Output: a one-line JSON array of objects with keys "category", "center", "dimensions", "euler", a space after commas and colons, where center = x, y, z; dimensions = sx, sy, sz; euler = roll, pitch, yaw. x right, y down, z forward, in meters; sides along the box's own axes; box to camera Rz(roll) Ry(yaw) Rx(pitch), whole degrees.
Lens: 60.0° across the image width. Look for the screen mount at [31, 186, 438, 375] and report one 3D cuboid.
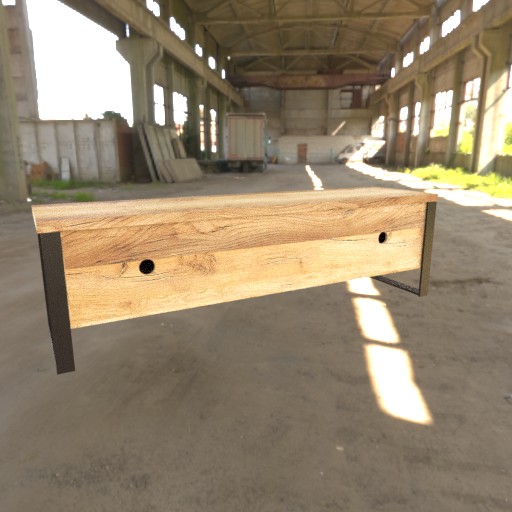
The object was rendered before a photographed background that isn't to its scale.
[{"category": "screen mount", "center": [0.000, 0.000, 1.741], "dimensions": [1.524, 0.450, 0.395], "euler": [-7, 16, -27]}]
